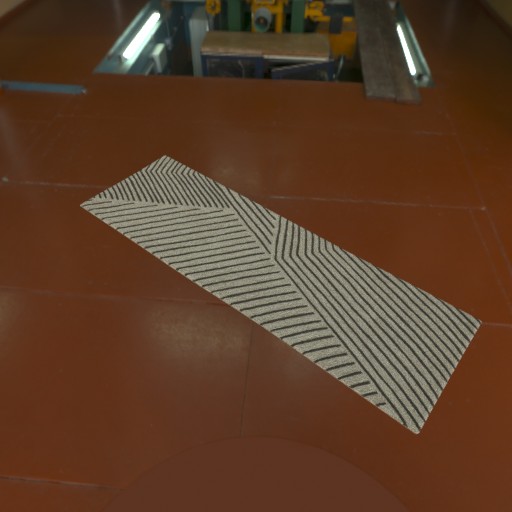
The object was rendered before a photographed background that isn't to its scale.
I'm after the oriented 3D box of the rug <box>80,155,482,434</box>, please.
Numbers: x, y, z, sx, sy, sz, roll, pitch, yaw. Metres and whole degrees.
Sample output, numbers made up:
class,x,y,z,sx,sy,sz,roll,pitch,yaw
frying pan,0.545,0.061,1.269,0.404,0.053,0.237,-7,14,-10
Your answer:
class,x,y,z,sx,sy,sz,roll,pitch,yaw
rug,0.000,0.000,2.654,2.439,0.020,0.773,31,53,26
